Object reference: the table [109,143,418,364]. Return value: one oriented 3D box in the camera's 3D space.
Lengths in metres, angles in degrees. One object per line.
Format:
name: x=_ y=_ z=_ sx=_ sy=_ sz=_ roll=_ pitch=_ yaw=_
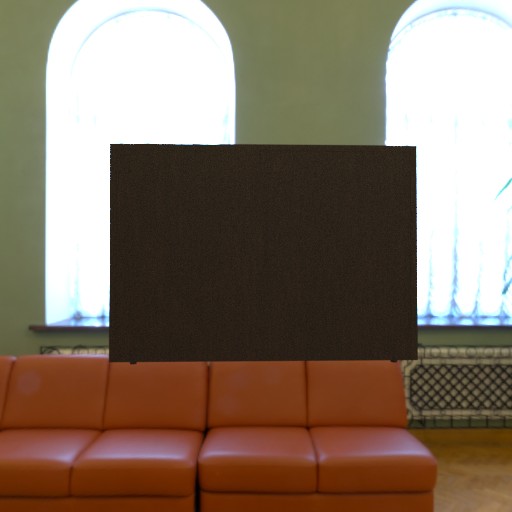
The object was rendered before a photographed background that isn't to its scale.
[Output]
table: x=0.000 y=0.000 z=1.406 sx=0.597 sy=0.424 sz=1.099 roll=0 pitch=0 yaw=-2
